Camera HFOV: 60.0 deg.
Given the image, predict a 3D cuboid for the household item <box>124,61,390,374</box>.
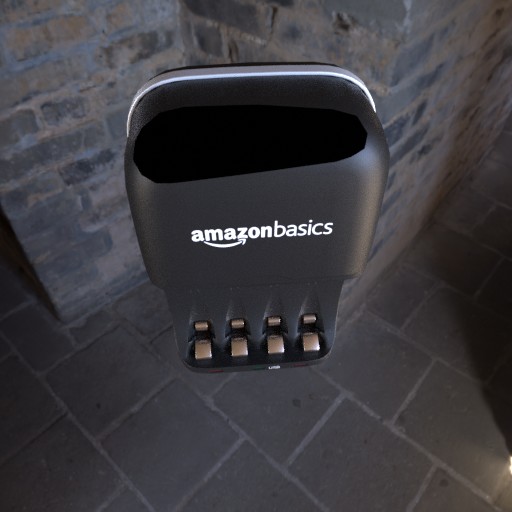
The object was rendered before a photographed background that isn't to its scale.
[{"bbox_3d":[0.000,0.000,0.145,0.070,0.114,0.038,-3,47,-3],"label":"household item"}]
